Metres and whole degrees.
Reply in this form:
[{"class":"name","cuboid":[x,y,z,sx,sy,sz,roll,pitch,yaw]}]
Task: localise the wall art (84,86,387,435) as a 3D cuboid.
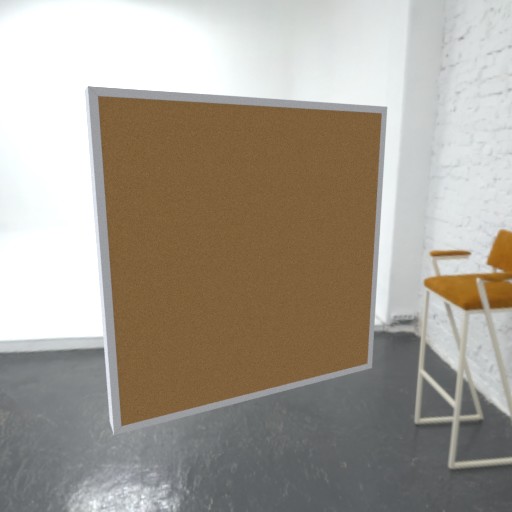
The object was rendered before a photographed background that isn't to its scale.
[{"class":"wall art","cuboid":[0.000,0.000,0.758,0.509,0.509,0.040,-6,13,-26]}]
